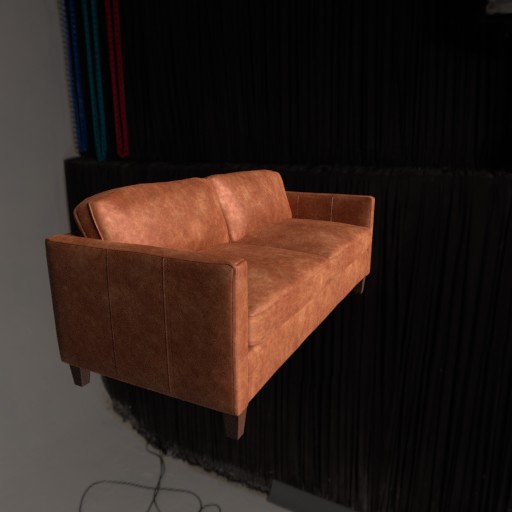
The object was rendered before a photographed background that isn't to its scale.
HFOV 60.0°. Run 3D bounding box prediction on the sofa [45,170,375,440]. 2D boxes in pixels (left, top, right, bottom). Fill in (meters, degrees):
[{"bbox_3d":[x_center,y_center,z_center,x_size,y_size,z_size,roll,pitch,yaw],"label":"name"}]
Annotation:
[{"bbox_3d":[0.000,0.000,2.465,0.923,0.863,1.971,7,16,26],"label":"sofa"}]
